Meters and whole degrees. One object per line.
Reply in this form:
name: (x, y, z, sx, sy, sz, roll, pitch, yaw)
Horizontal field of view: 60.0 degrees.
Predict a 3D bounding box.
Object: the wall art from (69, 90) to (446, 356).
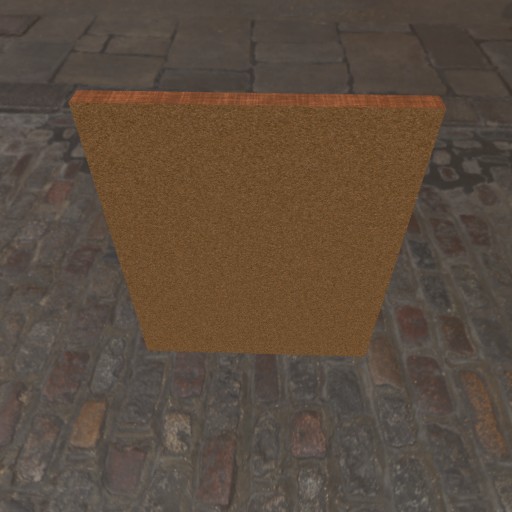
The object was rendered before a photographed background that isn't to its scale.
wall art: (0.000, 0.000, 0.762, 0.467, 0.567, 0.033, 1, 46, 1)
